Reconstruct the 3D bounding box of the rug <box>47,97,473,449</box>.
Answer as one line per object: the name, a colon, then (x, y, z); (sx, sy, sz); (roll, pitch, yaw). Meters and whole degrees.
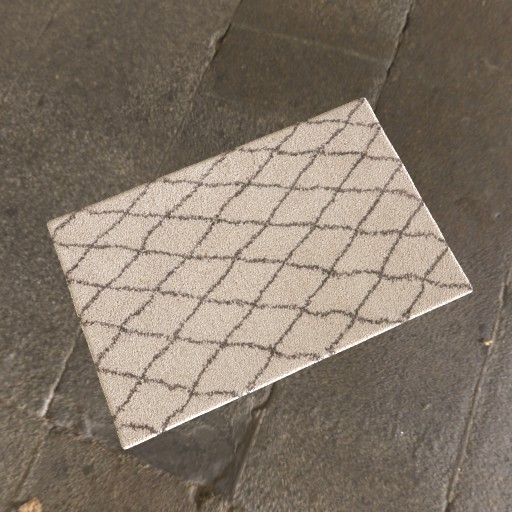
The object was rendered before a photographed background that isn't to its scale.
rug: (0.000, 0.000, 3.347); (2.743, 0.030, 1.778); (-23, 77, -6)
